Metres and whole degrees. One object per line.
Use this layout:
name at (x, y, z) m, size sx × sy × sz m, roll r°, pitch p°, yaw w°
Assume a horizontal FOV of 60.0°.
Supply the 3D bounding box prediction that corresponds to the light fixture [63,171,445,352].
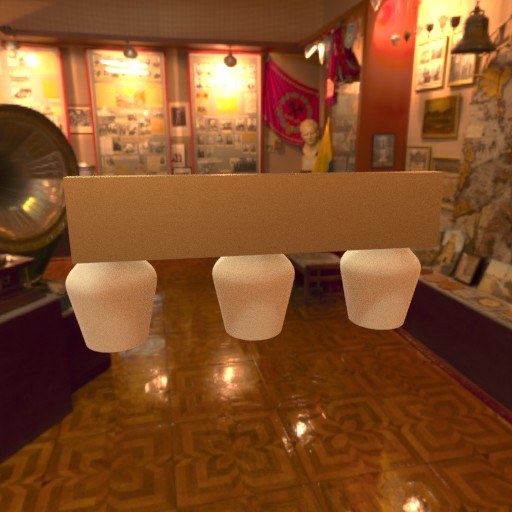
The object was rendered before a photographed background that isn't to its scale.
light fixture at (0.000, 0.000, 0.734) m, size 0.609 × 0.280 × 0.190 m, roll -3°, pitch 15°, yaw -10°
